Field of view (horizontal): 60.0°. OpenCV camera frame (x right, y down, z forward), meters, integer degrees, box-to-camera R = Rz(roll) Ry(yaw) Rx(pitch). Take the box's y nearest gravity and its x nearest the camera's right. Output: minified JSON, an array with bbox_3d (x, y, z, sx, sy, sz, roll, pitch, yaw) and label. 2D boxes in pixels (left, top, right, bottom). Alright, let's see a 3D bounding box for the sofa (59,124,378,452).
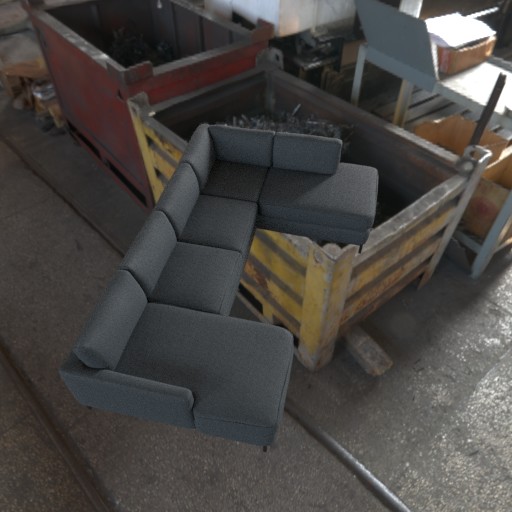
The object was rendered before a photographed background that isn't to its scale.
[{"bbox_3d":[0.000,0.000,3.842,1.984,0.858,2.975,9,48,9],"label":"sofa"}]
